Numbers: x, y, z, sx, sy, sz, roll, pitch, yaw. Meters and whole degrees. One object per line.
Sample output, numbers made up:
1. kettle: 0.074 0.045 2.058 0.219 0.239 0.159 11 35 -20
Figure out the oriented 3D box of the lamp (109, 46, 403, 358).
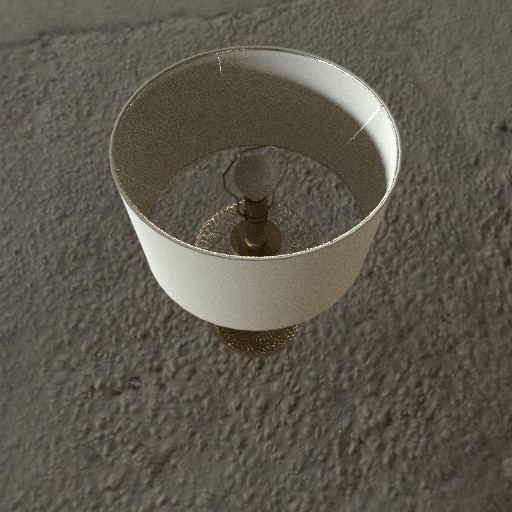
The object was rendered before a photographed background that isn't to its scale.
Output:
1. lamp: 0.000 0.000 0.788 0.353 0.578 0.353 0 60 0
